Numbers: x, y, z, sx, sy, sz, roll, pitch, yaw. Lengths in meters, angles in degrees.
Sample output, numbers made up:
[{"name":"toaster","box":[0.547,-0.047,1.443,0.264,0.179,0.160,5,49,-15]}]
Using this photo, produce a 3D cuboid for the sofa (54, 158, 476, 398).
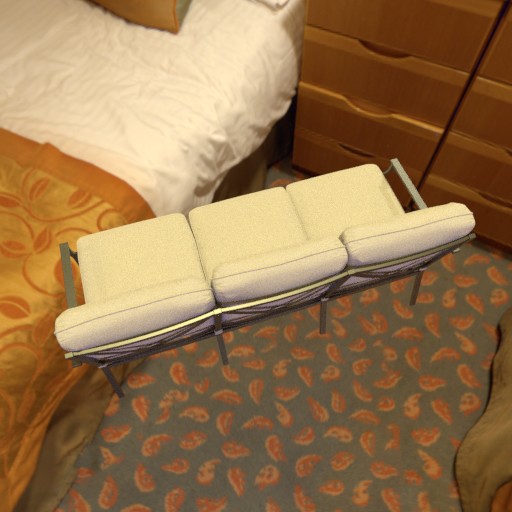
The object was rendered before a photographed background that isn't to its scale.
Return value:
[{"name":"sofa","box":[0.000,0.000,2.163,1.740,0.860,0.787,-16,60,-9]}]
